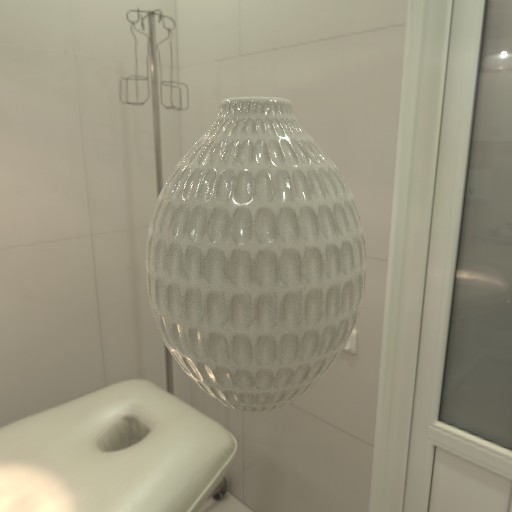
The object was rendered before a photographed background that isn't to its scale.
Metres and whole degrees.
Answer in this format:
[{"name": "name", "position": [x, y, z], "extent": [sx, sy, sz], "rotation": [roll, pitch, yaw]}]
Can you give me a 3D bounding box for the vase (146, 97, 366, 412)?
[{"name": "vase", "position": [0.000, 0.000, 0.334], "extent": [0.162, 0.223, 0.162], "rotation": [0, 14, 0]}]
